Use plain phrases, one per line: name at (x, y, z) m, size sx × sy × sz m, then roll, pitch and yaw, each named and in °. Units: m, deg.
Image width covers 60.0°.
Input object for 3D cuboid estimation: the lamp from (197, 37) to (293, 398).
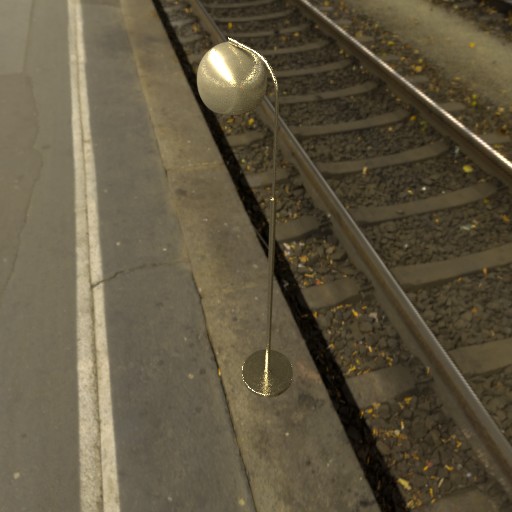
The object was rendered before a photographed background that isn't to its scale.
lamp at (0.000, 0.000, 1.698) m, size 0.250 × 1.526 × 0.431 m, roll -29°, pitch 52°, yaw -26°
